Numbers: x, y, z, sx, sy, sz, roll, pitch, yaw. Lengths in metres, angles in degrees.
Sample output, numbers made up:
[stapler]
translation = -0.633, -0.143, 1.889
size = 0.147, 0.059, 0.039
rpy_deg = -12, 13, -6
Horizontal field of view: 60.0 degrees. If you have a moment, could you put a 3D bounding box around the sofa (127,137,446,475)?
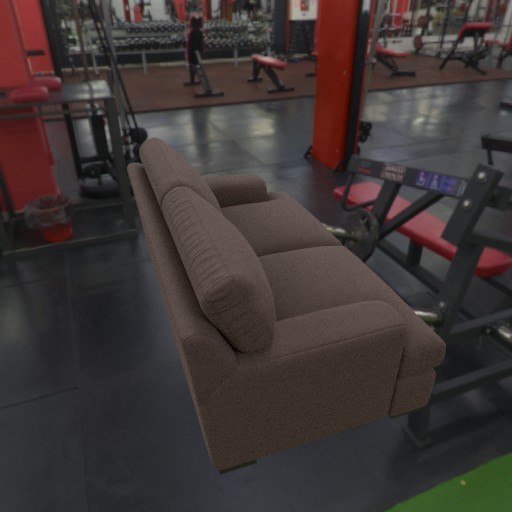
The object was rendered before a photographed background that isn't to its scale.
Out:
[sofa]
translation = 0.000, 0.000, 2.447
size = 1.140, 0.950, 1.869
rpy_deg = -10, 32, -17
